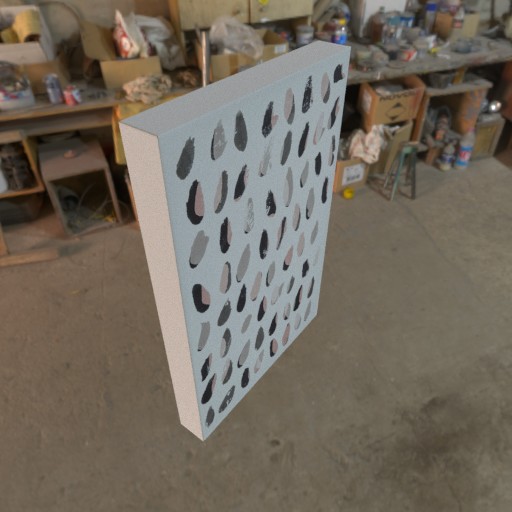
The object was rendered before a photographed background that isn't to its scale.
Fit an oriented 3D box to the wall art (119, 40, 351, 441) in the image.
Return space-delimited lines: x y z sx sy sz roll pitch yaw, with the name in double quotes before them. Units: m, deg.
"wall art" 0.000 0.000 0.484 0.039 0.381 0.252 26 47 28
